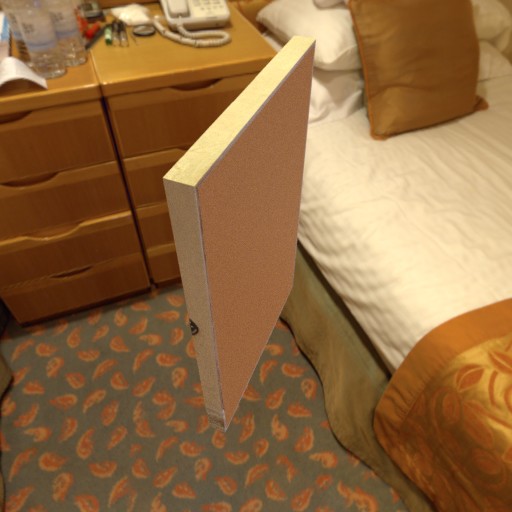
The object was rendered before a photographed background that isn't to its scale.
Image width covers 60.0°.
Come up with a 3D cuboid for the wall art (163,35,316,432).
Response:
[{"bbox_3d":[0.000,0.000,0.788,0.036,0.607,0.403,17,49,15],"label":"wall art"}]
